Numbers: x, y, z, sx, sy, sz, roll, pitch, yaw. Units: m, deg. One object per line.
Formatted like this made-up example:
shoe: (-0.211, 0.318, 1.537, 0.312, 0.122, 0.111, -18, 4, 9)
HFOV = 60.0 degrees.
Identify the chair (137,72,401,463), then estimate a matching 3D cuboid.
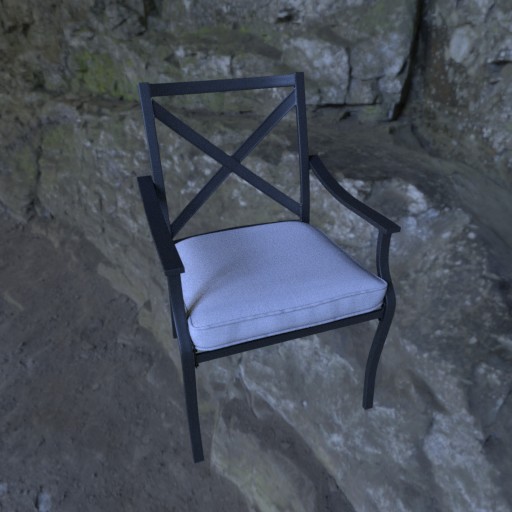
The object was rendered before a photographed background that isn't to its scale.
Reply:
chair: (0.000, 0.000, 1.287, 0.575, 0.889, 0.620, -11, 34, -16)
